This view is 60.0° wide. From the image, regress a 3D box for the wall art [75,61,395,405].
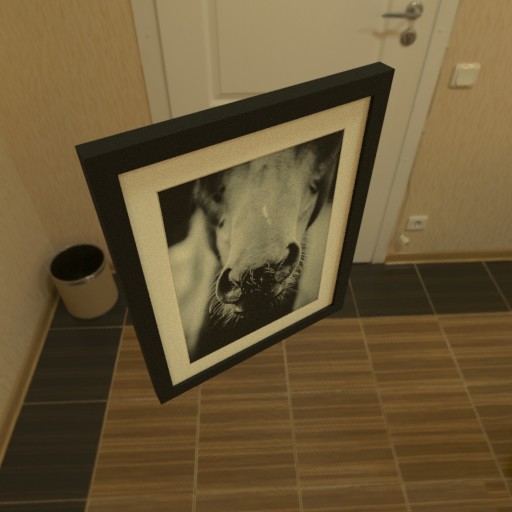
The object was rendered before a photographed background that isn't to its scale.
[{"bbox_3d":[0.000,0.000,0.768,0.457,0.559,0.033,-23,49,-22],"label":"wall art"}]
